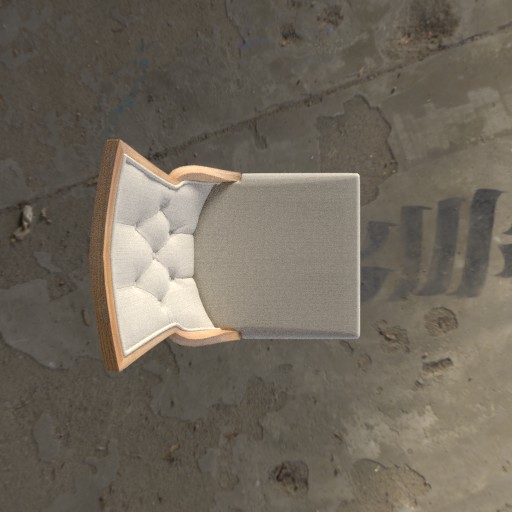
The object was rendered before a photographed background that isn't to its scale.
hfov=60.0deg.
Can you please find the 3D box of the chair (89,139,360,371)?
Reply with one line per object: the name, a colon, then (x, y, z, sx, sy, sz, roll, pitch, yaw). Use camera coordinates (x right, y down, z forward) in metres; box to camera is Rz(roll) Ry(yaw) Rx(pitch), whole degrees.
chair: (0.000, 0.000, 1.336, 0.641, 0.947, 0.524, 0, 90, 1)
